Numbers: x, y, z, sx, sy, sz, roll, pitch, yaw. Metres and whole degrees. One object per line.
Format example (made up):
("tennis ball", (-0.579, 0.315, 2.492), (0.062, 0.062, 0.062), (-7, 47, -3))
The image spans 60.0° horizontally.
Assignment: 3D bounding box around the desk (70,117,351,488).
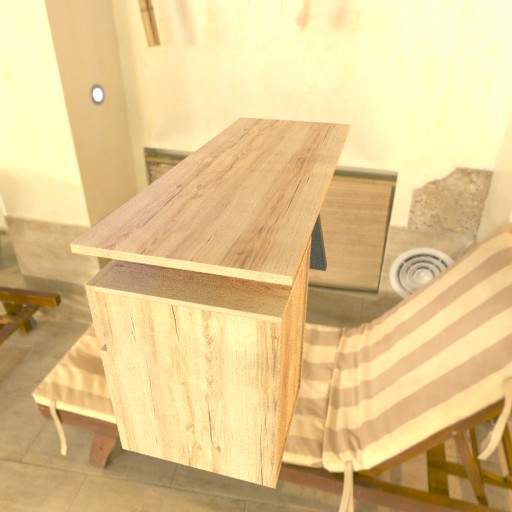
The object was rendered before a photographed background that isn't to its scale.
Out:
("desk", (0.000, 0.000, 1.787), (0.550, 0.760, 1.400), (8, 31, 13))
